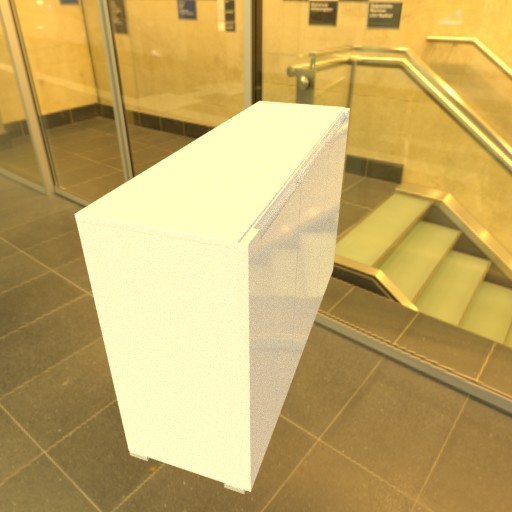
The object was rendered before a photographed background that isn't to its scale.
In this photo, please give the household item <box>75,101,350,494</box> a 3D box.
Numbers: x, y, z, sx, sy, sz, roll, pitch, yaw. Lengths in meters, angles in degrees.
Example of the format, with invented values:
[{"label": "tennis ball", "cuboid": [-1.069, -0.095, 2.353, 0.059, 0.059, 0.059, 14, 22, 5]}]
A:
[{"label": "household item", "cuboid": [0.000, 0.000, 1.695, 0.420, 0.867, 1.300, 10, 32, 16]}]
